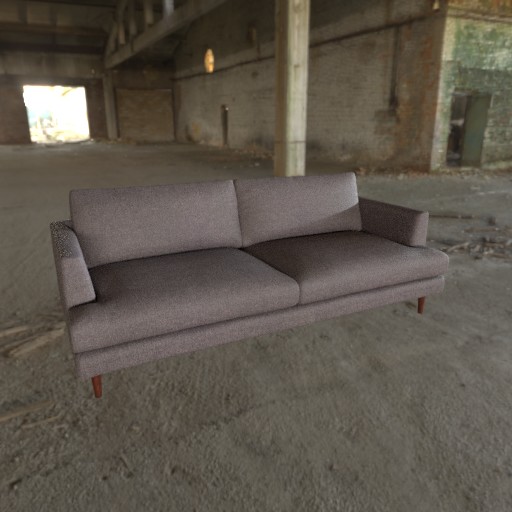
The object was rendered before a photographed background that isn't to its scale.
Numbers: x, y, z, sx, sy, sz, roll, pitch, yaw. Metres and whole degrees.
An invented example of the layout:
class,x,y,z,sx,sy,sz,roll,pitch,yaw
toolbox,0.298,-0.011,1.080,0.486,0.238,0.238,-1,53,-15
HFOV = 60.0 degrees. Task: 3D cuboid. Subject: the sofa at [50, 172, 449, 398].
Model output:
class,x,y,z,sx,sy,sz,roll,pitch,yaw
sofa,0.000,0.000,2.738,2.250,0.868,1.020,-9,19,-26
